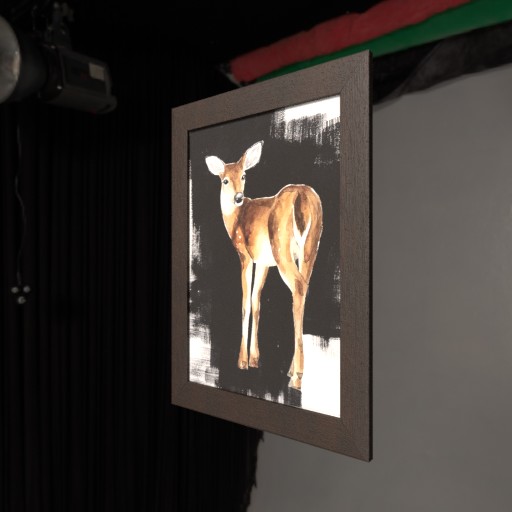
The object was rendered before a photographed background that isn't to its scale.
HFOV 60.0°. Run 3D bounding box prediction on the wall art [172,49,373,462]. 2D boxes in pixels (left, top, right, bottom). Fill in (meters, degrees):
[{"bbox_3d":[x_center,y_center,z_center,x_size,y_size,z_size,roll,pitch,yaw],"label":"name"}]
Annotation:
[{"bbox_3d":[0.000,0.000,0.658,0.359,0.508,0.013,0,0,38],"label":"wall art"}]
